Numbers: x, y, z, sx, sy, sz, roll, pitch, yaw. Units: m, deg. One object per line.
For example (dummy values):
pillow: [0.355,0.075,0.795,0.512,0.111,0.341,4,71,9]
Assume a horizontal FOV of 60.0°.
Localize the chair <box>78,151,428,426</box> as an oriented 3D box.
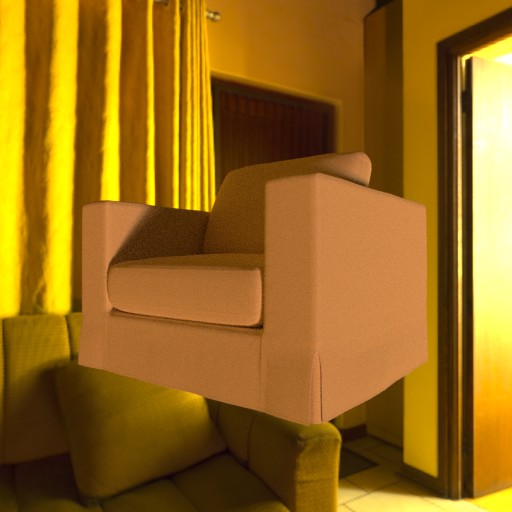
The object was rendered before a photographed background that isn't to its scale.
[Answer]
chair: [0.000,0.000,1.844,1.150,0.878,0.957,0,0,38]
